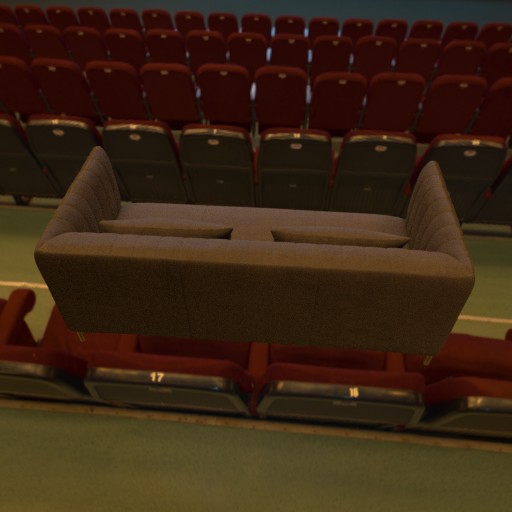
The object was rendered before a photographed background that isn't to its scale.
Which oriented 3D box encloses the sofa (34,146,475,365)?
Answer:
[{"bbox_3d":[0.000,0.000,2.428,1.980,0.780,0.876,3,46,3],"label":"sofa"}]
